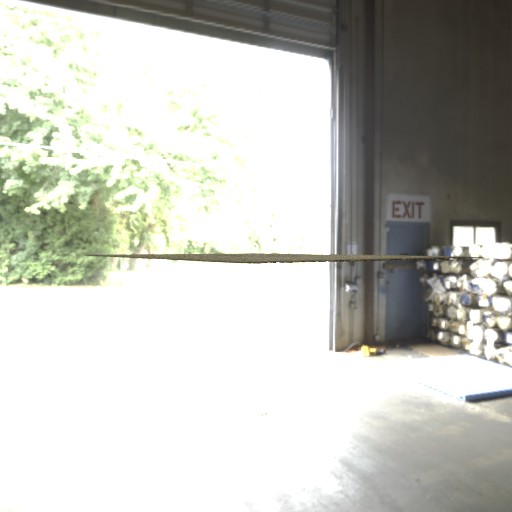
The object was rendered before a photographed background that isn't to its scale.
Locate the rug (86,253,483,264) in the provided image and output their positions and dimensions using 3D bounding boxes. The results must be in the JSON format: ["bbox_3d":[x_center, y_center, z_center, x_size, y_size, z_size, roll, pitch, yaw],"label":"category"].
[{"bbox_3d":[0.000,0.000,4.276,2.379,0.011,3.221,-1,1,-37],"label":"rug"}]
